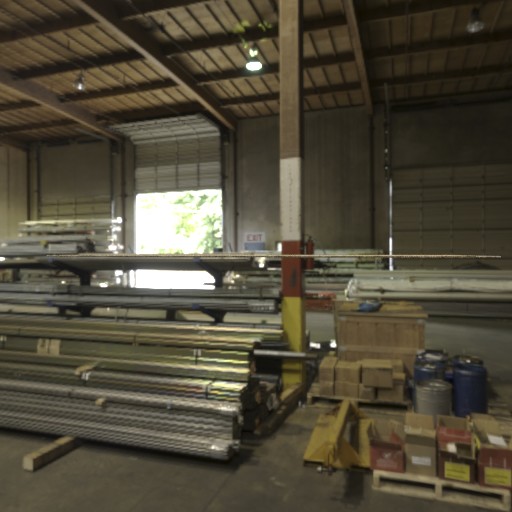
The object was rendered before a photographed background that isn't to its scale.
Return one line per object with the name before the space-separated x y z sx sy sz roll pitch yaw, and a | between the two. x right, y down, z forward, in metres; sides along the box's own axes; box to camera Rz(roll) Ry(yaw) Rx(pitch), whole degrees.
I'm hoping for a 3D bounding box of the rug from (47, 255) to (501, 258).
rug | 0.000 0.000 2.836 2.664 0.011 0.762 0 0 18
